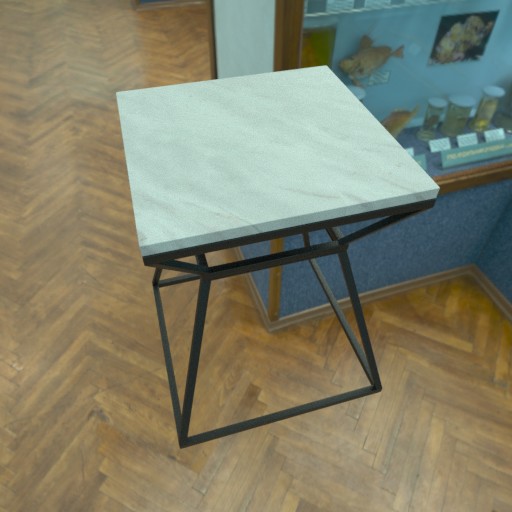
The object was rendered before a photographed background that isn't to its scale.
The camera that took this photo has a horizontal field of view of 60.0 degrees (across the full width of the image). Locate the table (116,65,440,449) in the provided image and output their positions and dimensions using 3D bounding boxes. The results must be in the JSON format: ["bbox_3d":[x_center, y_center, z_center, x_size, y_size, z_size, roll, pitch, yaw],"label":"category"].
[{"bbox_3d":[0.000,0.000,0.899,0.455,0.559,0.455,-12,48,-11],"label":"table"}]
